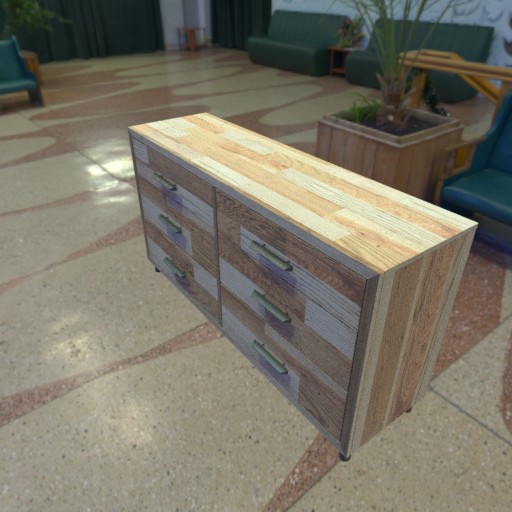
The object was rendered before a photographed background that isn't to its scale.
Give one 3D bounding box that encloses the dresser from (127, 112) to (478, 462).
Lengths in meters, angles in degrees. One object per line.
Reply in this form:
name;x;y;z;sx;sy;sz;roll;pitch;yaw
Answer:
dresser;0.000;0.000;1.934;0.487;0.834;1.547;-22;38;-30
